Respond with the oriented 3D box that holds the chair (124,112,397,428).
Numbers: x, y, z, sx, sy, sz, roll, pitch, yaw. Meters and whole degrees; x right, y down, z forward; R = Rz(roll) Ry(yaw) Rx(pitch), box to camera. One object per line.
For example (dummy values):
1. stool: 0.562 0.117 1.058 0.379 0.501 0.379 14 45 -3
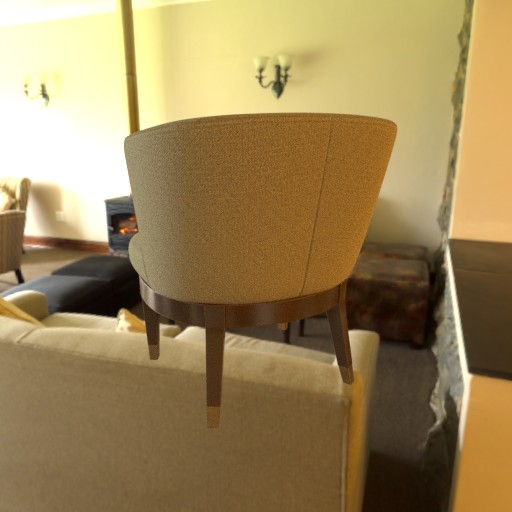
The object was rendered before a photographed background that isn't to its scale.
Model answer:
1. chair: 0.000 0.000 1.288 0.700 0.760 0.660 -8 16 -27
